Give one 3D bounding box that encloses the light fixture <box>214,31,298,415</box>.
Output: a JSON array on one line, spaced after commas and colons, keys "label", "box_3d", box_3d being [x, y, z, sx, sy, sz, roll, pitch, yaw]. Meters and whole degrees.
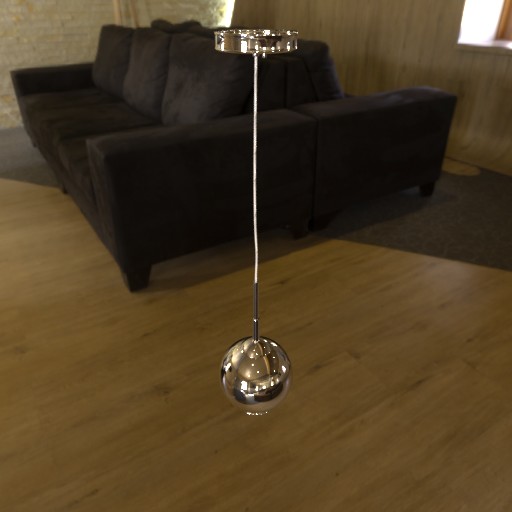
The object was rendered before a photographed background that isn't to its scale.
[{"label": "light fixture", "box_3d": [0.000, 0.000, 1.700, 0.336, 1.538, 0.336, -8, 31, -14]}]
